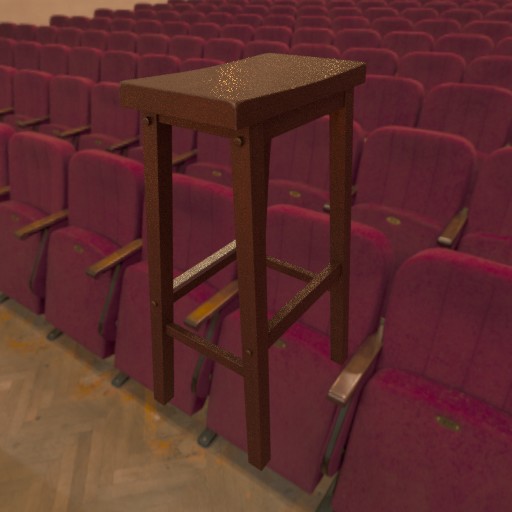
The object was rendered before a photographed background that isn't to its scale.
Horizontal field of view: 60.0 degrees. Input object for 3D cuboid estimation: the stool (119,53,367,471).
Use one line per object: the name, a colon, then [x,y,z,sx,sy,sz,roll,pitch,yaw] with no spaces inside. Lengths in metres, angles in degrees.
stool: [0.000,0.000,0.951,0.322,0.742,0.406,21,37,30]
